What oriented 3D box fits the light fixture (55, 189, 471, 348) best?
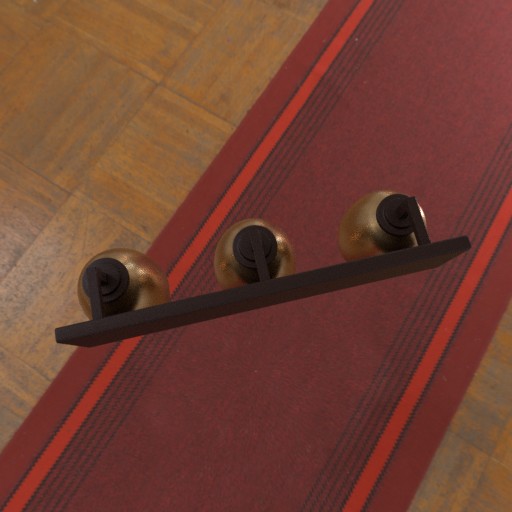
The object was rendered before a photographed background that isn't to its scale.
[{"bbox_3d":[0.000,0.000,0.678,0.582,0.204,0.157,-13,76,-3],"label":"light fixture"}]
